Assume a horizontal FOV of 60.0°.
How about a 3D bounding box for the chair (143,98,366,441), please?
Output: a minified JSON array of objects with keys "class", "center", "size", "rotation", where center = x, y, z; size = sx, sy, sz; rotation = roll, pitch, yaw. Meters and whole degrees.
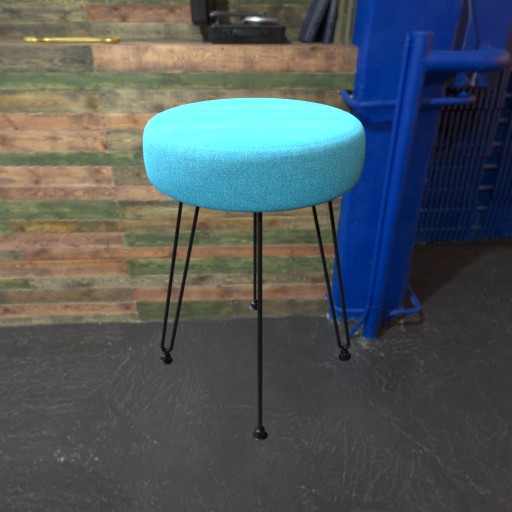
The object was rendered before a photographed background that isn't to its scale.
[{"class":"chair","center":[0.000,0.000,0.700],"size":[0.350,0.440,0.350],"rotation":[-1,30,-1]}]
